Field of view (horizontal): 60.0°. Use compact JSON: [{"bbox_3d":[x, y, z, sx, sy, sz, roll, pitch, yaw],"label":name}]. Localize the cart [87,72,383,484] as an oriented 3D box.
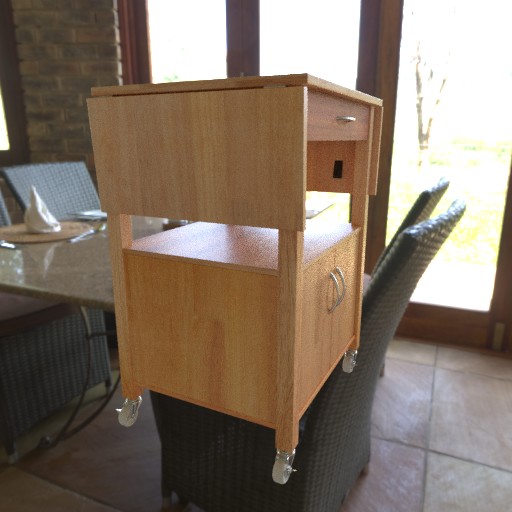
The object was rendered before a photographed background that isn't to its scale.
[{"bbox_3d":[0.000,0.000,1.221,0.508,0.838,0.640,7,16,26],"label":"cart"}]
